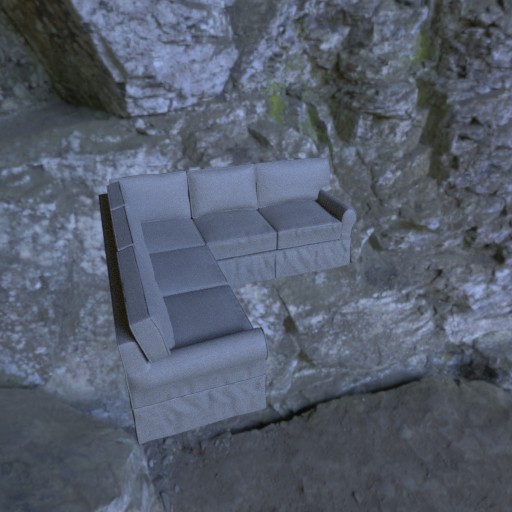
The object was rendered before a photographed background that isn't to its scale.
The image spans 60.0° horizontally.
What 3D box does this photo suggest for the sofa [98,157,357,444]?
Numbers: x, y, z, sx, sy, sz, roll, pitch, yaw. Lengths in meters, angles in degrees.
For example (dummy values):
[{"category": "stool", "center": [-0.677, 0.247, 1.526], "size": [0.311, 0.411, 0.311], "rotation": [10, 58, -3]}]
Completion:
[{"category": "sofa", "center": [0.000, 0.000, 4.155], "size": [2.623, 1.081, 2.618], "rotation": [-10, 31, -17]}]
